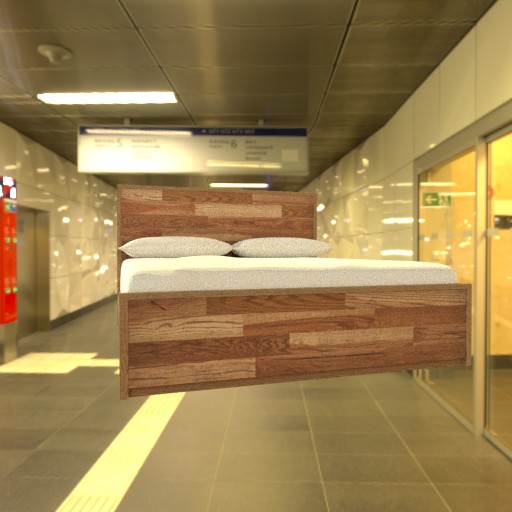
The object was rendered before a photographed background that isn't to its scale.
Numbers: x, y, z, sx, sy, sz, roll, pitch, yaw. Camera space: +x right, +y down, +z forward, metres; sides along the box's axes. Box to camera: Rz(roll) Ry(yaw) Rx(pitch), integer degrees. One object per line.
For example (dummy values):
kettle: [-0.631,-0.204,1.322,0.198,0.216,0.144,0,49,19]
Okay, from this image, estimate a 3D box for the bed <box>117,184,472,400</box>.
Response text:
bed: [0.000,0.000,3.379,2.013,1.295,2.184,0,1,-18]
